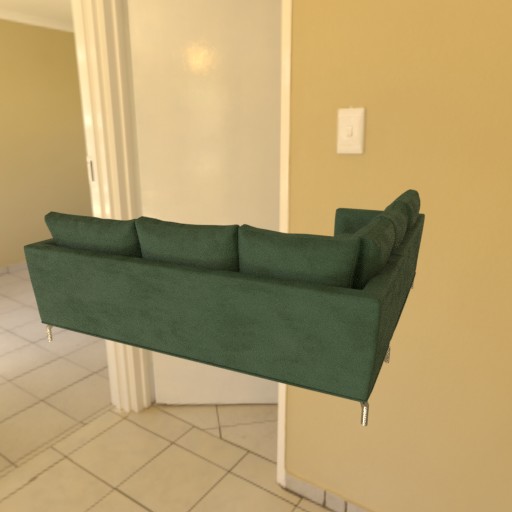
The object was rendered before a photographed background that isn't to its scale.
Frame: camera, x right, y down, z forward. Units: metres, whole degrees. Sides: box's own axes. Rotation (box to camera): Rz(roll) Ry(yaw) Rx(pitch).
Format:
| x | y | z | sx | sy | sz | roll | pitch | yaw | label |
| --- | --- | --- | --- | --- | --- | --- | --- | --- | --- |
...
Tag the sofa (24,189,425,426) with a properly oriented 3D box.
| x | y | z | sx | sy | sz | roll | pitch | yaw | label |
| --- | --- | --- | --- | --- | --- | --- | --- | --- | --- |
| 0.000 | 0.000 | 3.725 | 2.452 | 1.004 | 2.468 | 7 | 17 | 24 | sofa |
